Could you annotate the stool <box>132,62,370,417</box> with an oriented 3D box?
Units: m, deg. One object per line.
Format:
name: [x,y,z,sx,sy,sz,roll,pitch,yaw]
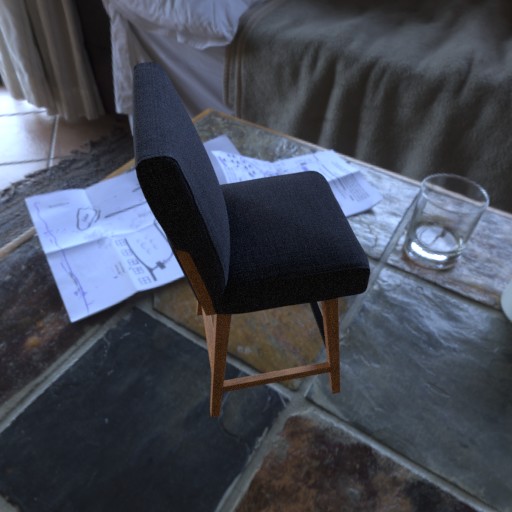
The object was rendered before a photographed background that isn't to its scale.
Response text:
stool: [0.000,0.000,1.300,0.526,1.010,0.459,-8,47,-8]
